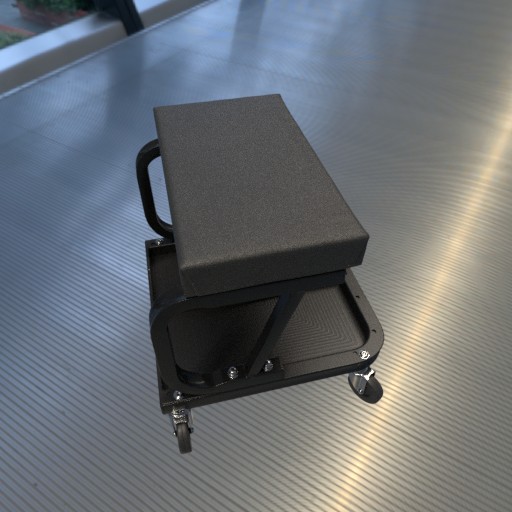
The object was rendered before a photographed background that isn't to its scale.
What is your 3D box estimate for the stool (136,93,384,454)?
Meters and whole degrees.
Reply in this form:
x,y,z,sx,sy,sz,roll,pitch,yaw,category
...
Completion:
x,y,z,sx,sy,sz,roll,pitch,yaw,category
0.000,0.000,0.731,0.371,0.380,0.446,-10,45,-10,stool
